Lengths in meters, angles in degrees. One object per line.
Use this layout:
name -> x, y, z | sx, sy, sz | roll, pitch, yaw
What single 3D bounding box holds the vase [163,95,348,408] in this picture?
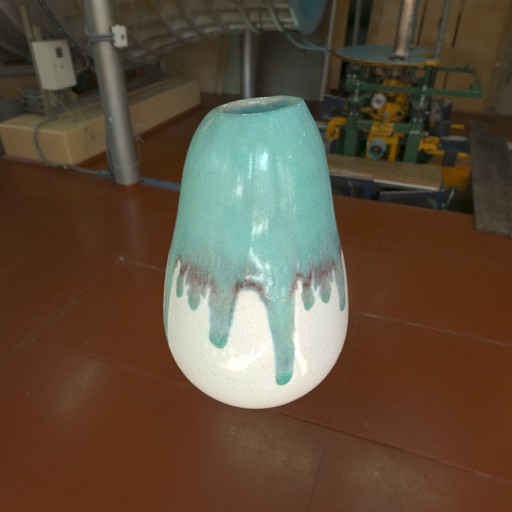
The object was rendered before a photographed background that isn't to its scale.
vase -> 0.000, 0.000, 0.262 | 0.116, 0.179, 0.116 | 0, 32, 0
